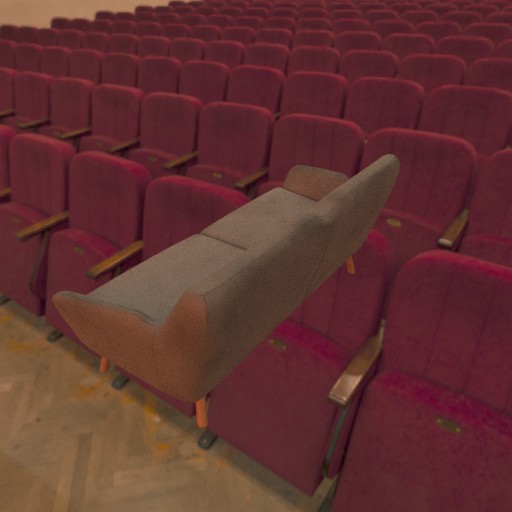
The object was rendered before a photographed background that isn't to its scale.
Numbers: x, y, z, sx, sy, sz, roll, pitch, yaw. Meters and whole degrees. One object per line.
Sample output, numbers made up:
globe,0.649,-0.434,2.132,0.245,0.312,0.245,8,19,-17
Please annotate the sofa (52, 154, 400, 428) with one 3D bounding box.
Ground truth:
sofa,0.000,0.000,2.338,0.850,0.810,1.870,21,37,30
